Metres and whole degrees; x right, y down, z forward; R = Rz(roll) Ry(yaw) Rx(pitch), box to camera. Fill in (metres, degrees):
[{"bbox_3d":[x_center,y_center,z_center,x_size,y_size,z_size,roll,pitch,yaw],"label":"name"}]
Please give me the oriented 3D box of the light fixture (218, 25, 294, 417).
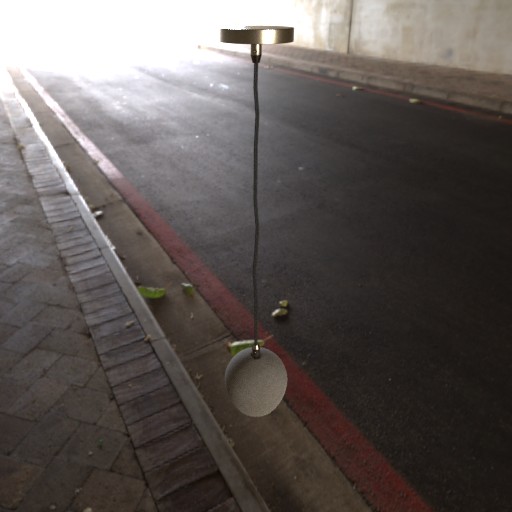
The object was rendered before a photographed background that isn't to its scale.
[{"bbox_3d":[0.000,0.000,0.832,0.139,0.764,0.139,1,30,2],"label":"light fixture"}]
